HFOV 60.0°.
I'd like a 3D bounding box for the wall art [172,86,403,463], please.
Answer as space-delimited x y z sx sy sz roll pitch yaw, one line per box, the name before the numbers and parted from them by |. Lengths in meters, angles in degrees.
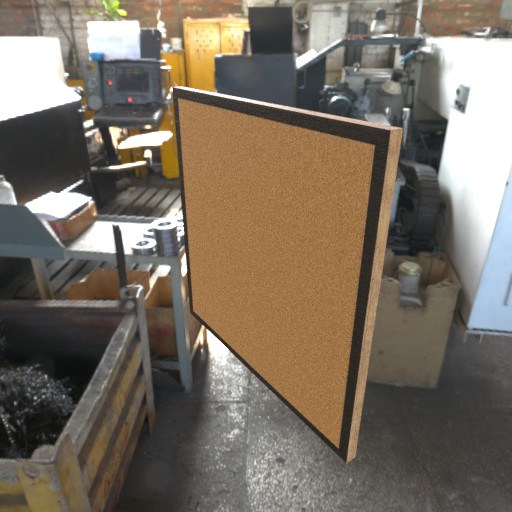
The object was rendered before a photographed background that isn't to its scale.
wall art | 0.000 0.000 1.043 0.029 0.691 0.695 -18 32 -31
